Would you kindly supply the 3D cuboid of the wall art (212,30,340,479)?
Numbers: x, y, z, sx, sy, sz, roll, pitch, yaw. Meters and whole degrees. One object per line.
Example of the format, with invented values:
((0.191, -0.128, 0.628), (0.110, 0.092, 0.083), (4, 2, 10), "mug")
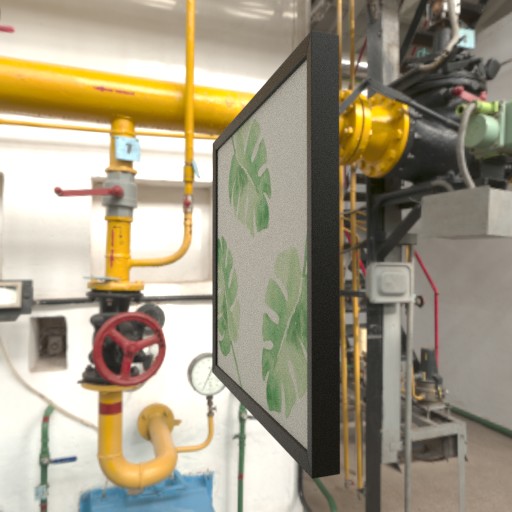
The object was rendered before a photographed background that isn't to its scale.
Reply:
((0.000, 0.000, 0.747), (0.036, 0.508, 0.508), (0, -1, -18), "wall art")
